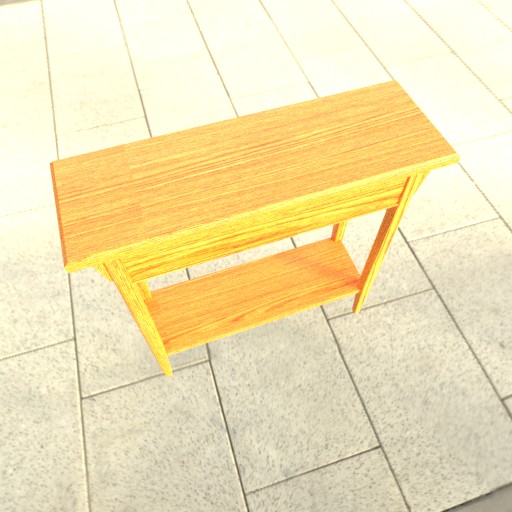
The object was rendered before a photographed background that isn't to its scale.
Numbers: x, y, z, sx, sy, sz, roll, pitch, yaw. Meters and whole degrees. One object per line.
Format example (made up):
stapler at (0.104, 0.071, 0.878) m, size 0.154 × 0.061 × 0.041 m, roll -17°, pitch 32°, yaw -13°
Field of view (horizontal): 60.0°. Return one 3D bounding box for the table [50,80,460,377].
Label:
table at (0.000, 0.000, 1.158) m, size 0.762 × 0.711 × 0.254 m, roll -17°, pitch 59°, yaw -10°
